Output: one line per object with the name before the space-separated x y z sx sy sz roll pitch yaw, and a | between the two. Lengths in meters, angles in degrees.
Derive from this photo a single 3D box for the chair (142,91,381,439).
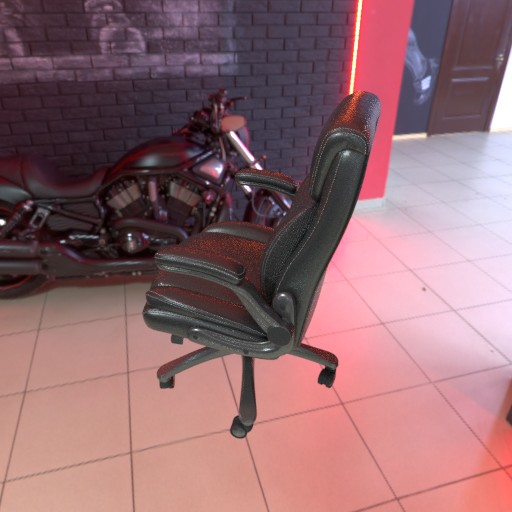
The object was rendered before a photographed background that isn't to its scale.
chair | 0.000 0.000 1.595 0.724 1.110 0.782 8 31 14
